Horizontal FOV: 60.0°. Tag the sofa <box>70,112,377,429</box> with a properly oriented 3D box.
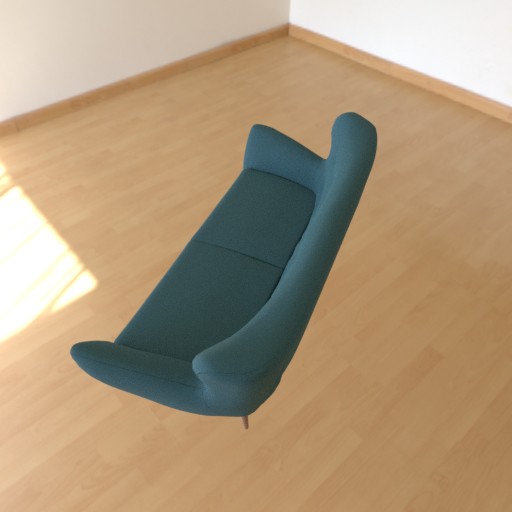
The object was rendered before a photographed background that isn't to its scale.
[{"bbox_3d":[0.000,0.000,2.402,0.889,0.890,1.930,18,50,16],"label":"sofa"}]
